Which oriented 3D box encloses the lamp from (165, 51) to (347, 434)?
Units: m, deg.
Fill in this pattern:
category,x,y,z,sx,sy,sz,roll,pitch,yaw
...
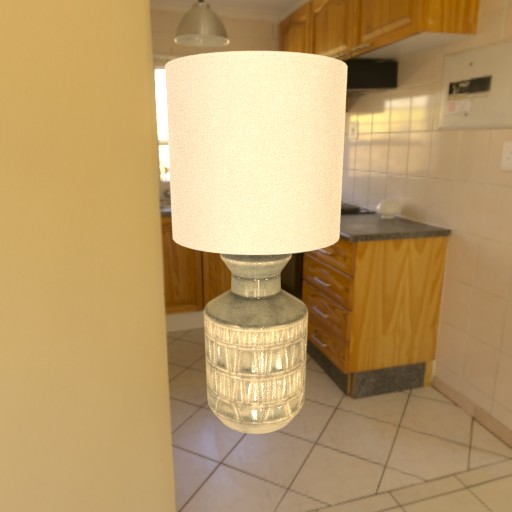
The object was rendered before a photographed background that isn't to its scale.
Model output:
category,x,y,z,sx,sy,sz,roll,pitch,yaw
lamp,0.000,0.000,0.578,0.211,0.455,0.211,-7,16,-27
